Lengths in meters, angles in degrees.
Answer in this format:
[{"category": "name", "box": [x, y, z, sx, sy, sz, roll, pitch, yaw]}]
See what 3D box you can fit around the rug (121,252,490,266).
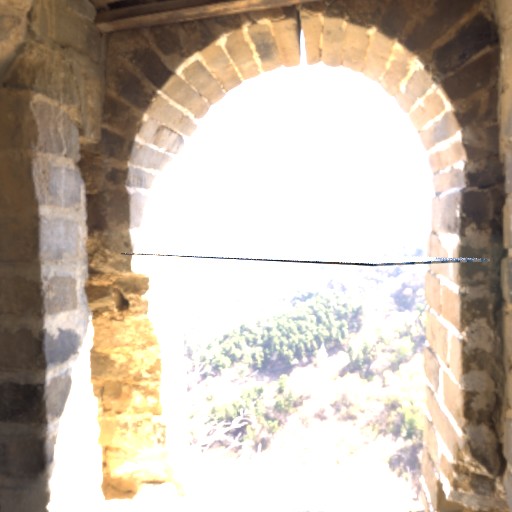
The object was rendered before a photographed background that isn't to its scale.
[{"category": "rug", "box": [0.000, 0.000, 1.671, 0.503, 0.007, 1.492, -1, 2, -37]}]
